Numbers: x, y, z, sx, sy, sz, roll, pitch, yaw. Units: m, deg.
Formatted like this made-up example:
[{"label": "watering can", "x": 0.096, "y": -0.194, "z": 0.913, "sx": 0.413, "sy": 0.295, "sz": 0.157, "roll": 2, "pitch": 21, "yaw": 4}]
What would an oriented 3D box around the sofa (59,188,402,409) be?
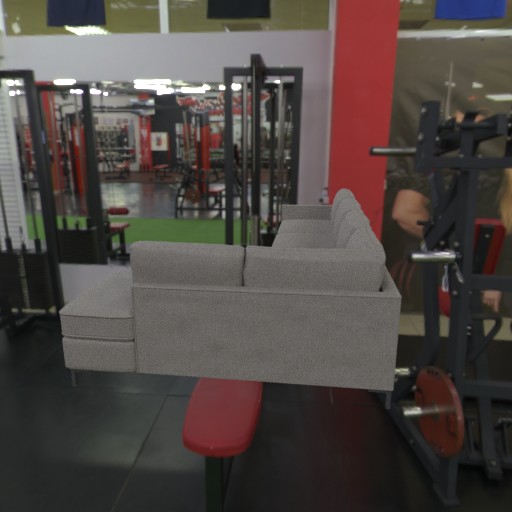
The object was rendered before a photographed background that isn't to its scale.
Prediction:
[{"label": "sofa", "x": 0.000, "y": 0.000, "z": 4.225, "sx": 2.077, "sy": 0.964, "sz": 3.331, "roll": 2, "pitch": 16, "yaw": 7}]
